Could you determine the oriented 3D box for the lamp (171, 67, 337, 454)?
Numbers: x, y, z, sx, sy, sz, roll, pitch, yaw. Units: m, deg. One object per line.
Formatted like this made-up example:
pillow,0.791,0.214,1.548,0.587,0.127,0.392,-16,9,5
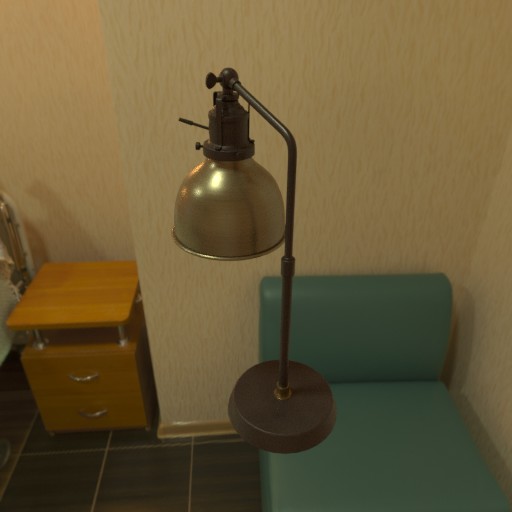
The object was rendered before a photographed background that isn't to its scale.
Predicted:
lamp,0.000,0.000,0.608,0.175,0.469,0.298,-18,34,-29
